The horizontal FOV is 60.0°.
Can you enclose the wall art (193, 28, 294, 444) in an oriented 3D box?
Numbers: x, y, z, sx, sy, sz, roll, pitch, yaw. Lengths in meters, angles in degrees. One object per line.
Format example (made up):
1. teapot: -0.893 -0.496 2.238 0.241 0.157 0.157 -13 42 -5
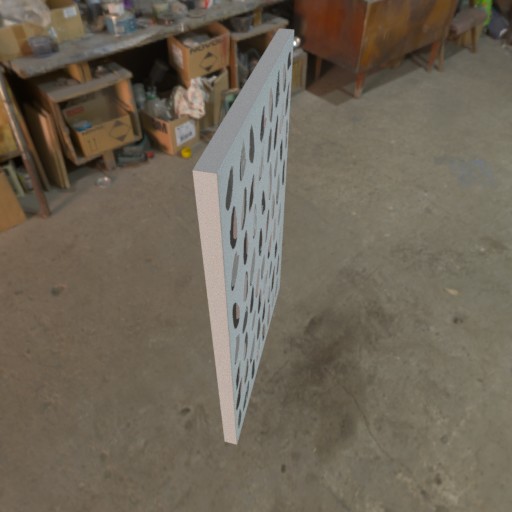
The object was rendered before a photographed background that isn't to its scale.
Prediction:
1. wall art: 0.000 0.000 1.153 0.037 0.916 0.610 10 45 10
